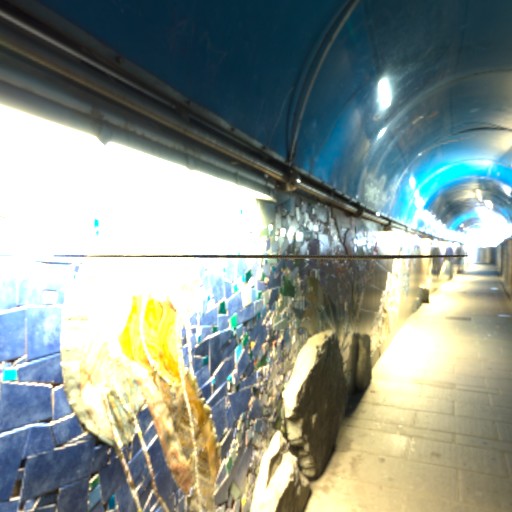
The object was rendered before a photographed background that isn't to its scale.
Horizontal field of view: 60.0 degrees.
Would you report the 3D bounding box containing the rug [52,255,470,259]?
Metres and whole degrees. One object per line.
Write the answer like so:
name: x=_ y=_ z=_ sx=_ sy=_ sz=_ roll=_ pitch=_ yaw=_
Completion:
rug: x=0.000 y=0.000 z=2.322 sx=1.829 sy=0.010 sz=1.219 roll=0 pitch=0 yaw=37
